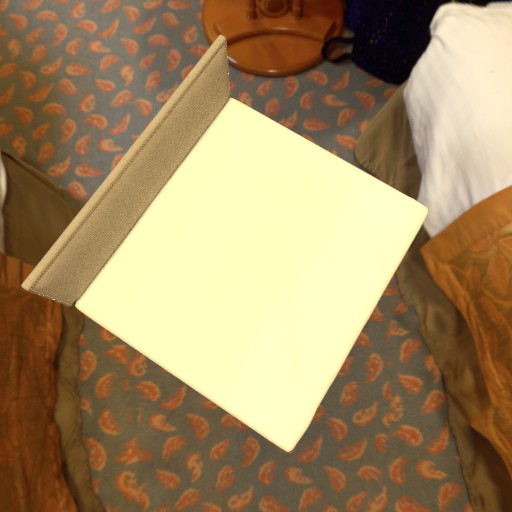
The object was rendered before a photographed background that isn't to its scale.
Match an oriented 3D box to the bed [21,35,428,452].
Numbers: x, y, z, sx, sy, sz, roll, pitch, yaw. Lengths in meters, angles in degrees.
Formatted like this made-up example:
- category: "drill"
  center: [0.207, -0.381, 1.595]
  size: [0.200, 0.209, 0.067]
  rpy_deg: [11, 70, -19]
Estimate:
- category: "bed"
  center: [0.000, 0.000, 3.303]
  size: [1.914, 1.346, 2.170]
  rpy_deg: [32, 77, 8]
